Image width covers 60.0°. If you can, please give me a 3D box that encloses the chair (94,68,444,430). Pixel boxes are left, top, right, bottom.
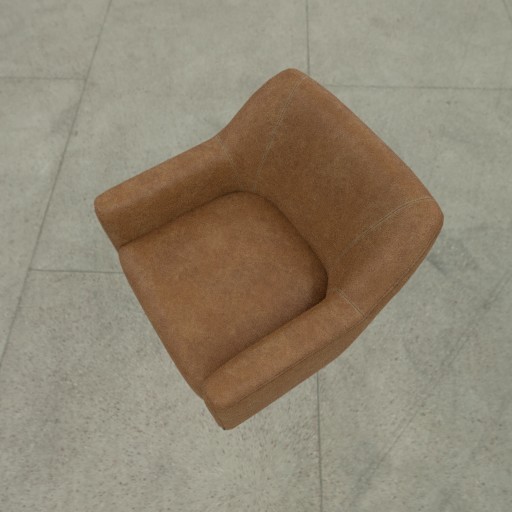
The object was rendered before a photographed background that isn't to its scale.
[{"bbox_3d":[0.000,0.000,1.904,1.034,0.980,1.037,-30,66,-15],"label":"chair"}]
